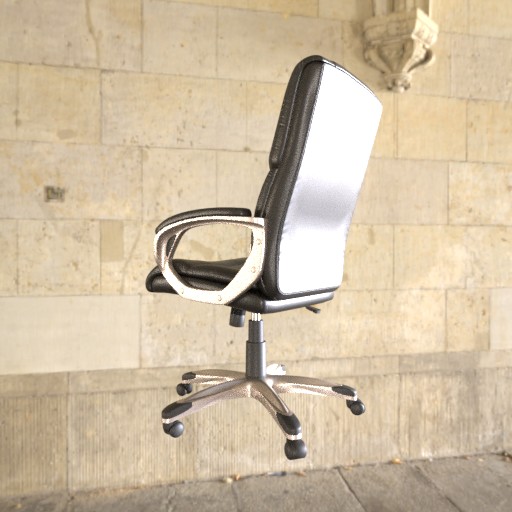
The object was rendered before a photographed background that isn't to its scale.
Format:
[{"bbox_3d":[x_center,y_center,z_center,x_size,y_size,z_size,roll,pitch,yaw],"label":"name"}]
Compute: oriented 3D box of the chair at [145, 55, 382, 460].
[{"bbox_3d":[0.000,0.000,1.602,0.780,1.145,0.700,1,1,36],"label":"chair"}]
